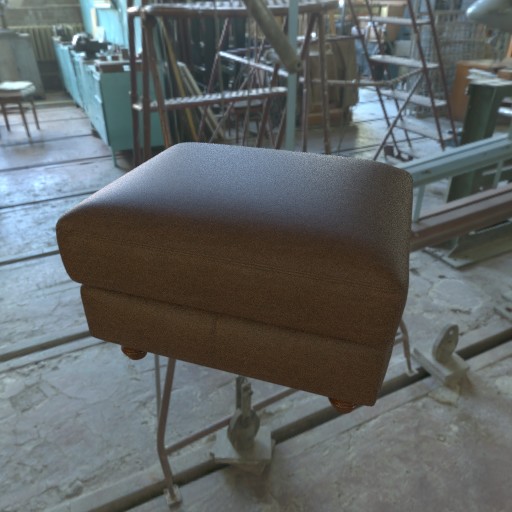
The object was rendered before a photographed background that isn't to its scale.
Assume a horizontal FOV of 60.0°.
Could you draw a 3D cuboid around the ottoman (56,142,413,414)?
[{"bbox_3d":[0.000,0.000,1.214,0.787,0.508,0.635,10,32,16],"label":"ottoman"}]
